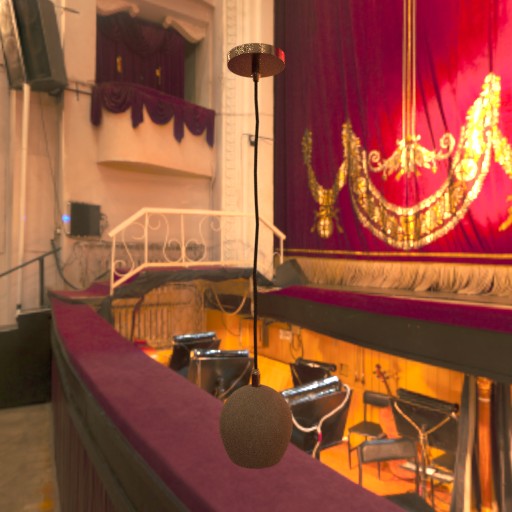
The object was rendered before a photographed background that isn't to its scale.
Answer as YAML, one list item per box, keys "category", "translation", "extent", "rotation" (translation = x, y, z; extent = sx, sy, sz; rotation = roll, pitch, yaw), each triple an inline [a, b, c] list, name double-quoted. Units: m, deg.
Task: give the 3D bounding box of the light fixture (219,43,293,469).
- category: "light fixture"
  translation: [0.000, 0.000, 0.846]
  extent: [0.139, 0.764, 0.139]
  rotation: [0, -1, -35]
